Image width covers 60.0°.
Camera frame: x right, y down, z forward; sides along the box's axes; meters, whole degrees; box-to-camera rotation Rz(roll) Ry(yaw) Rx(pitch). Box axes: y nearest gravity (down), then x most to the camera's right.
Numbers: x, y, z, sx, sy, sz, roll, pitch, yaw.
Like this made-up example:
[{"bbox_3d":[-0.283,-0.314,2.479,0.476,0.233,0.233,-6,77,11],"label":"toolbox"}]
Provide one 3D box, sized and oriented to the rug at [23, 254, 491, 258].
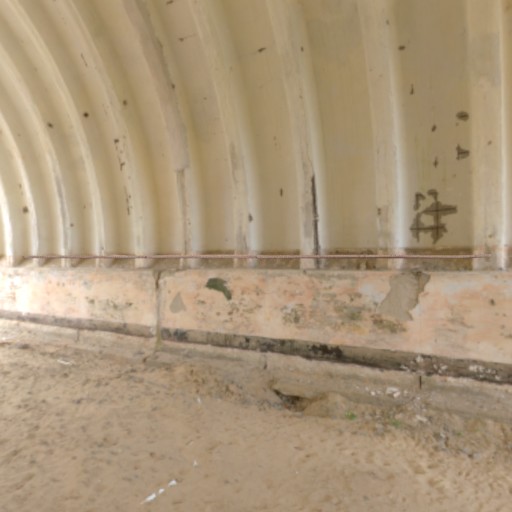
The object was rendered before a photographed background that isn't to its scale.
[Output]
[{"bbox_3d":[0.000,0.000,2.333,1.837,0.025,1.230,0,0,-1],"label":"rug"}]
